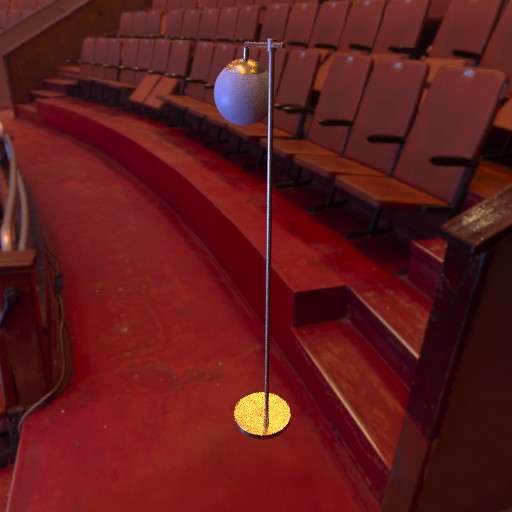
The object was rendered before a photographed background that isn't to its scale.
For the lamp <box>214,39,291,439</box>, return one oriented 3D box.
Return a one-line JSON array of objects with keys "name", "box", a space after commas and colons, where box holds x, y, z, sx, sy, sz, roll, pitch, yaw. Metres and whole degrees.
[{"name": "lamp", "box": [0.000, 0.000, 1.710, 0.249, 1.505, 0.476, -8, 27, -16]}]
